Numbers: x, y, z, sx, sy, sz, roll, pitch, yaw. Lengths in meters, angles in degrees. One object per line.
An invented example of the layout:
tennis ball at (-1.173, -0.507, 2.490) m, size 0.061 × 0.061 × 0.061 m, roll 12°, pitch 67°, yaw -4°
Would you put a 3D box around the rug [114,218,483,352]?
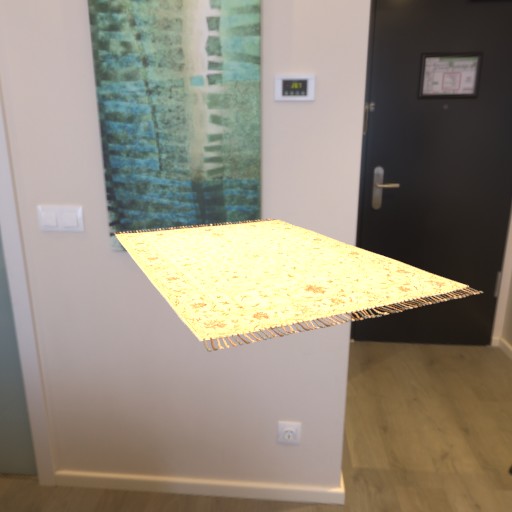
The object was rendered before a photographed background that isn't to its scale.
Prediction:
rug at (0.000, 0.000, 2.387) m, size 1.218 × 0.017 × 1.861 m, roll -7°, pitch 17°, yaw -25°
